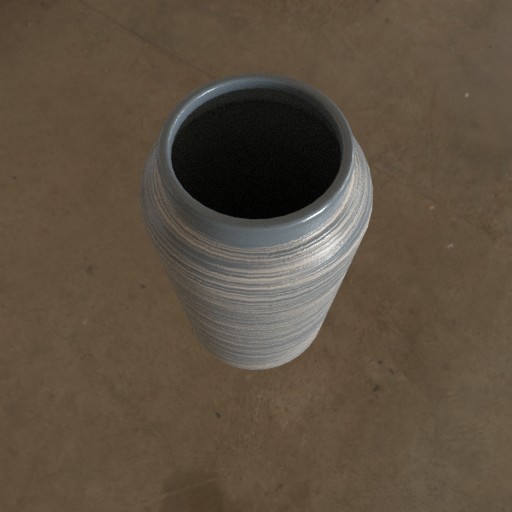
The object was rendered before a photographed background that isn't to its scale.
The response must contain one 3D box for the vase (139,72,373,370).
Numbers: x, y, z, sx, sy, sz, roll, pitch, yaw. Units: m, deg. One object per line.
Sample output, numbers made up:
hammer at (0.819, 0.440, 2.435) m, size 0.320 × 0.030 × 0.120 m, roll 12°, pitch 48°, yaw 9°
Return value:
vase at (0.000, 0.000, 0.295) m, size 0.116 × 0.230 × 0.116 m, roll 0°, pitch 65°, yaw 0°
